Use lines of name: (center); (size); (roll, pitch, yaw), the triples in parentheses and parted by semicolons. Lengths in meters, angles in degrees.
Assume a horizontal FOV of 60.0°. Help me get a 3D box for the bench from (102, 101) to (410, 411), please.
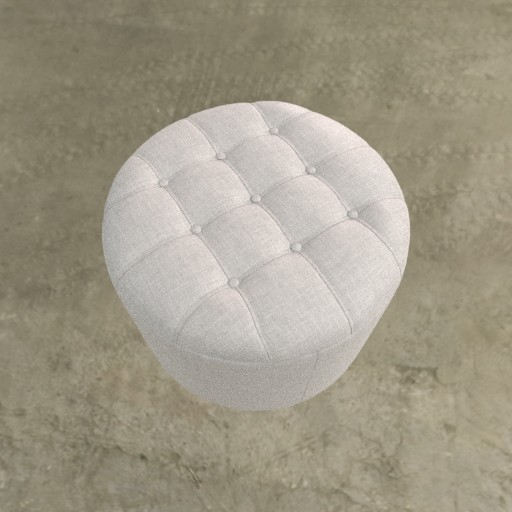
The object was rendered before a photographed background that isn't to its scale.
bench: (0.000, 0.000, 1.006); (0.600, 0.453, 0.600); (0, 59, 0)
